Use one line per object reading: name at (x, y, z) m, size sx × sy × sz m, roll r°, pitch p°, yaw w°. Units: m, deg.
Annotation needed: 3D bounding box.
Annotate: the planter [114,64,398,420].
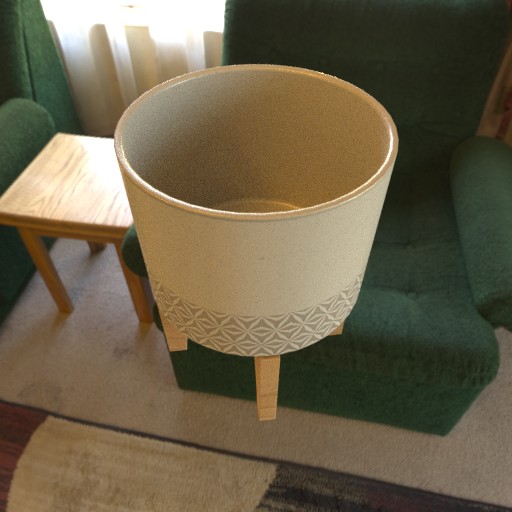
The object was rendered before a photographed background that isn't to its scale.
planter at (0.000, 0.000, 0.520) m, size 0.249 × 0.343 × 0.249 m, roll 0°, pitch 47°, yaw 0°
